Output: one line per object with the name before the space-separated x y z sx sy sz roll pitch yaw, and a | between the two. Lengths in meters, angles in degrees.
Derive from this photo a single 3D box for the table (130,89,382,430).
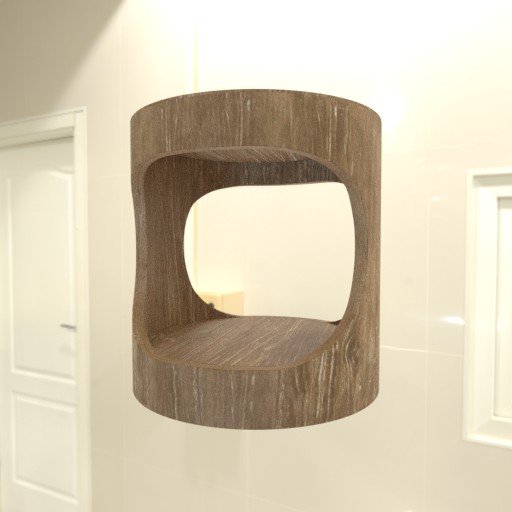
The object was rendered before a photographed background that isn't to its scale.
table | 0.000 0.000 0.976 0.527 0.551 0.527 0 2 0
